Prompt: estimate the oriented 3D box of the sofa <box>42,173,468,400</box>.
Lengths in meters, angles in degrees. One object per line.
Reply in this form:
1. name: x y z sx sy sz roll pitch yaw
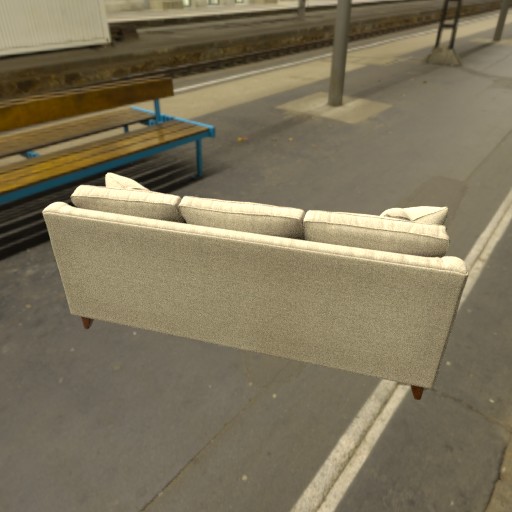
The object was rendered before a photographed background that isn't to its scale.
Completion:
1. sofa: 0.000 0.000 2.531 2.031 0.914 0.865 9 33 14
